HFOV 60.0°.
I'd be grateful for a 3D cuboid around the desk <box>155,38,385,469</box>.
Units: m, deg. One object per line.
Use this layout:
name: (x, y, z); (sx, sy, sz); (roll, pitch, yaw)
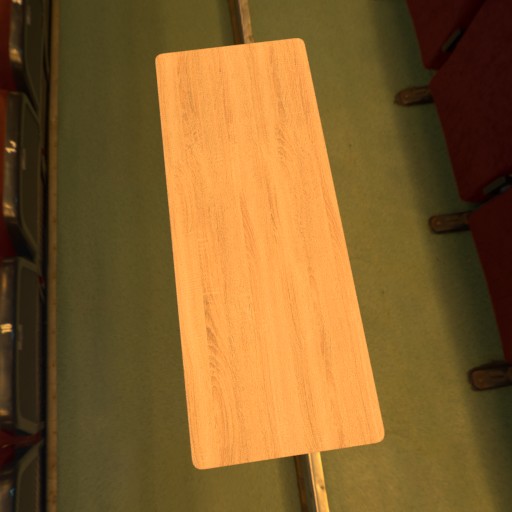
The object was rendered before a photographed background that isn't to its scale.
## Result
desk: (0.000, 0.000, 1.799); (0.550, 0.760, 1.400); (-8, 74, -2)
